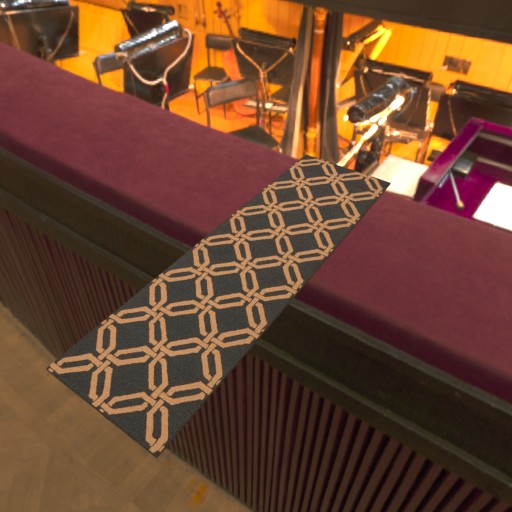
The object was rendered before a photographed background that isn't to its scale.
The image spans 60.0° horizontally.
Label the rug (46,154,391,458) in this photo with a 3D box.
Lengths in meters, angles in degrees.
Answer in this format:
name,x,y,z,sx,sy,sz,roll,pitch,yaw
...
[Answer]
name,x,y,z,sx,sy,sz,roll,pitch,yaw
rug,0.000,0.000,2.501,0.678,0.014,2.276,25,48,25
